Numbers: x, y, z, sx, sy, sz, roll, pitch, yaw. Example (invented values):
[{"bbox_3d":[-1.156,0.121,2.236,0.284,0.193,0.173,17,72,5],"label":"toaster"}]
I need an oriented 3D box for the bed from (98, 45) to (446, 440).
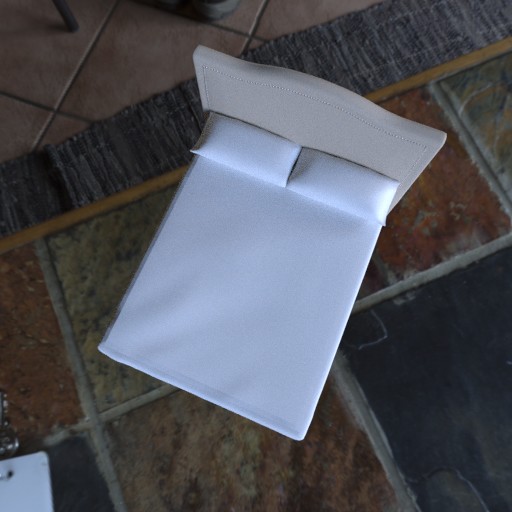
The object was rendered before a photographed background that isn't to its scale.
[{"bbox_3d":[0.000,0.000,3.098,1.678,1.398,2.052,22,76,6],"label":"bed"}]
